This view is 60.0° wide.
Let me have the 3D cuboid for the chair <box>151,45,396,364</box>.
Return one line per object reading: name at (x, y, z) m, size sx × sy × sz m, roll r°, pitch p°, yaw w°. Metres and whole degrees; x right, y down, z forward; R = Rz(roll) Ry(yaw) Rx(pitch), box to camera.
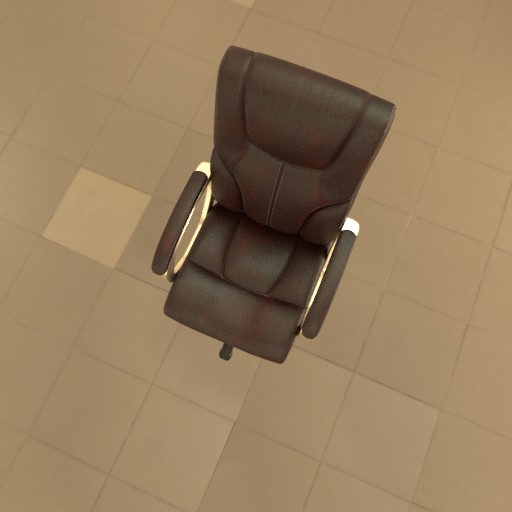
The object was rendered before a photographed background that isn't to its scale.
chair at (0.000, 0.000, 1.537) m, size 0.662 × 1.107 × 0.739 m, roll 22°, pitch 77°, yaw 5°
